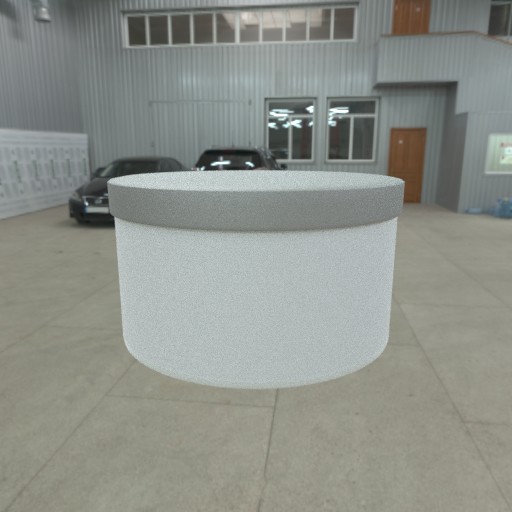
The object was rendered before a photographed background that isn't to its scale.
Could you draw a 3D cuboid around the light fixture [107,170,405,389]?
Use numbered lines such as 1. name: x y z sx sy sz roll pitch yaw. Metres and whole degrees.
1. light fixture: 0.000 0.000 0.642 0.393 0.229 0.393 0 13 0
